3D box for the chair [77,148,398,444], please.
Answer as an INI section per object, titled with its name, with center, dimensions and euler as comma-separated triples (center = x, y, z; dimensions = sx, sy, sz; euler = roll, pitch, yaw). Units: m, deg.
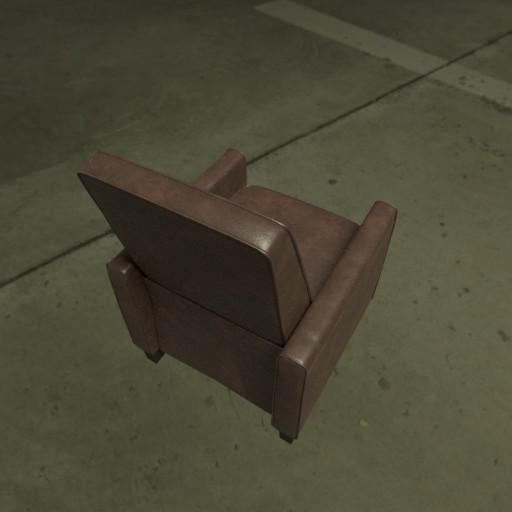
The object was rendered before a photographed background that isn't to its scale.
[chair]
center = 0.000, 0.000, 1.471
dimensions = 0.705, 1.013, 0.746
euler = 24, 51, 21
